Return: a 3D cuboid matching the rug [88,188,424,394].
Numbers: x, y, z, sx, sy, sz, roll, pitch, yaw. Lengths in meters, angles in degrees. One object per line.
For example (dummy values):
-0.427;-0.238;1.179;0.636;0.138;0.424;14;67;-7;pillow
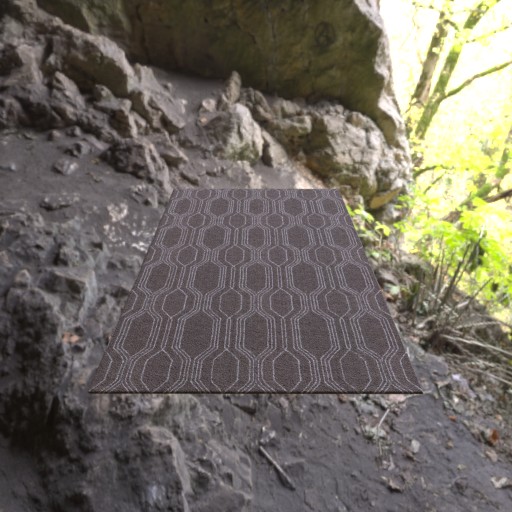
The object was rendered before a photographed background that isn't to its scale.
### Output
0.000;0.000;3.083;1.541;0.012;2.457;0;31;0;rug
